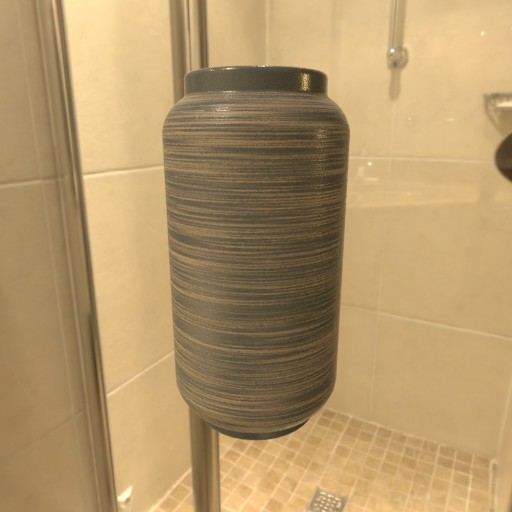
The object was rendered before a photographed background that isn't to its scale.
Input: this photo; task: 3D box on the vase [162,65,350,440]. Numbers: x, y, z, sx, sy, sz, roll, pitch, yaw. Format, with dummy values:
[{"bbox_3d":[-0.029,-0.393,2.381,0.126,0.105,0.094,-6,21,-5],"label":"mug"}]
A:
[{"bbox_3d":[0.000,0.000,0.302,0.116,0.230,0.116,0,16,0],"label":"vase"}]
